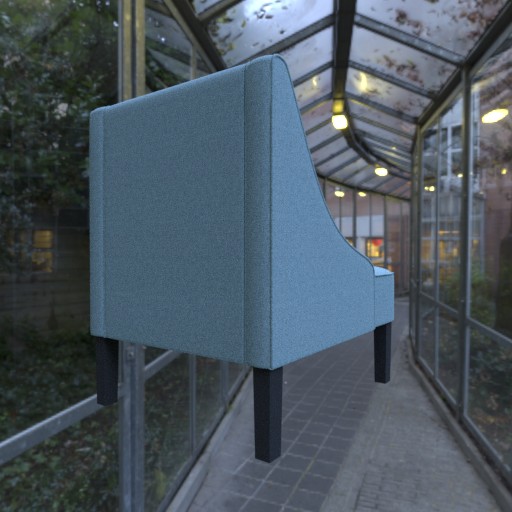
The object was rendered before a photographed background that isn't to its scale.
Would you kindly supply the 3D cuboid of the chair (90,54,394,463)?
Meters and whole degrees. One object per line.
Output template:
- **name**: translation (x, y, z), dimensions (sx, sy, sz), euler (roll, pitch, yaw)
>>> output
- **chair**: translation (0.000, 0.000, 1.853), dimensions (0.857, 1.133, 1.025), euler (1, 1, 36)
